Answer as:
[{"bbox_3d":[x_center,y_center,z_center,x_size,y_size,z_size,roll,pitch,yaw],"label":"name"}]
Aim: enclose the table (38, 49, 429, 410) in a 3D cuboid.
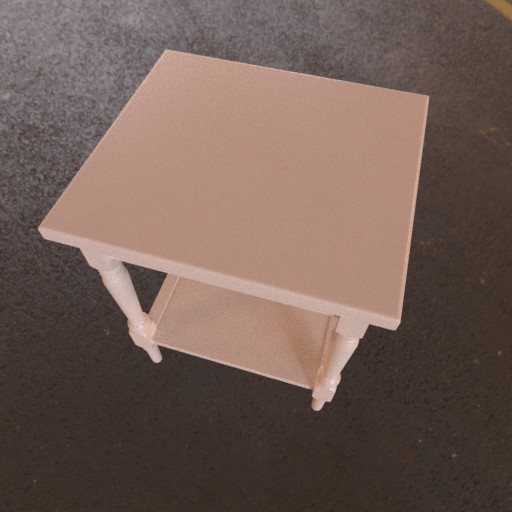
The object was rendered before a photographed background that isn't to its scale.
[{"bbox_3d":[0.000,0.000,0.911,0.488,0.565,0.442,14,57,9],"label":"table"}]
